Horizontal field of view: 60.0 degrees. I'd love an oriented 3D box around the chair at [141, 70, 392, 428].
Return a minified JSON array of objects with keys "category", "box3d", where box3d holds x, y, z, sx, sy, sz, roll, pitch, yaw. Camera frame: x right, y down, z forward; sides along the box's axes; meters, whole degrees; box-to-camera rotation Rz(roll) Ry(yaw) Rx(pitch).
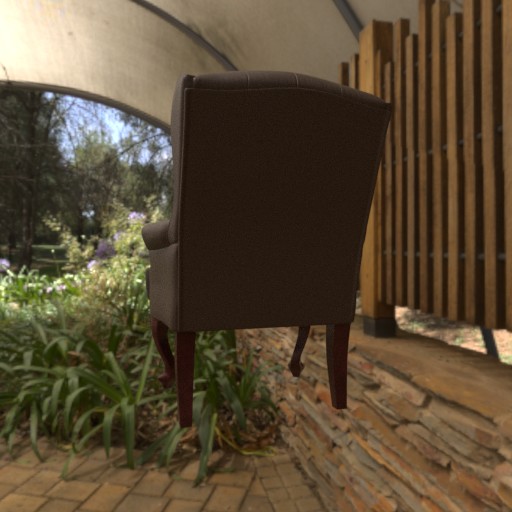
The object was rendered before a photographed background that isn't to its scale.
[{"category":"chair","box3d":[0.000,0.000,1.691,0.829,1.132,0.819,0,0,-17]}]
